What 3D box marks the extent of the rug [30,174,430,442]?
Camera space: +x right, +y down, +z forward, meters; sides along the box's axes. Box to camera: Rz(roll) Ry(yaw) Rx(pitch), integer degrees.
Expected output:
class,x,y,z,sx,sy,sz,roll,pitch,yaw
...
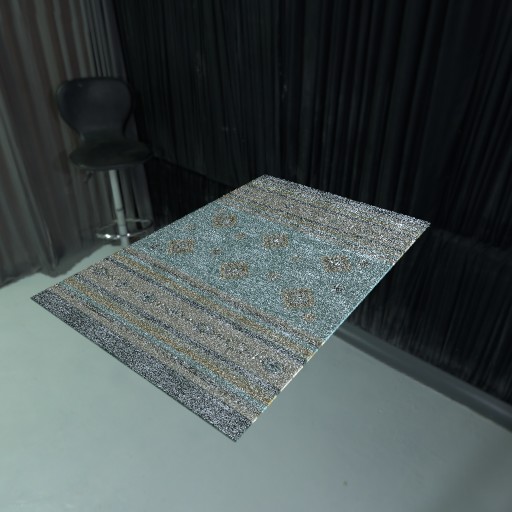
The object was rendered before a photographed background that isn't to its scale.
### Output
class,x,y,z,sx,sy,sz,roll,pitch,yaw
rug,0.000,0.000,2.321,1.212,0.010,1.811,22,39,31
